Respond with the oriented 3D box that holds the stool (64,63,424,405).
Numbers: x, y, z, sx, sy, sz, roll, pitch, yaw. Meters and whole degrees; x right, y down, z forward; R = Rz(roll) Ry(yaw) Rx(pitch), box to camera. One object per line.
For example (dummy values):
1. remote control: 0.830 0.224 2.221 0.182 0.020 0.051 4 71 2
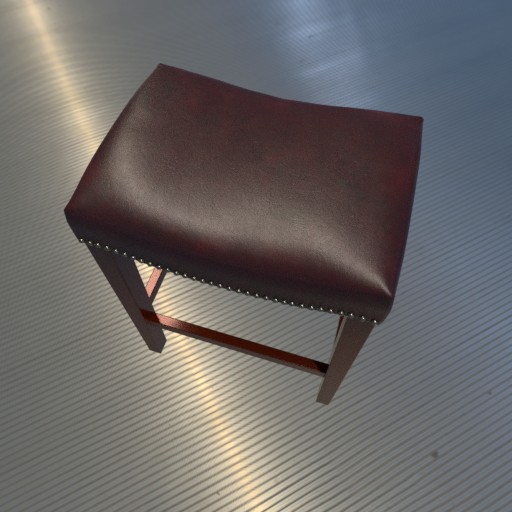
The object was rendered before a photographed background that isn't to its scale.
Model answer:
1. stool: 0.000 0.000 0.963 0.504 0.657 0.372 15 61 9
